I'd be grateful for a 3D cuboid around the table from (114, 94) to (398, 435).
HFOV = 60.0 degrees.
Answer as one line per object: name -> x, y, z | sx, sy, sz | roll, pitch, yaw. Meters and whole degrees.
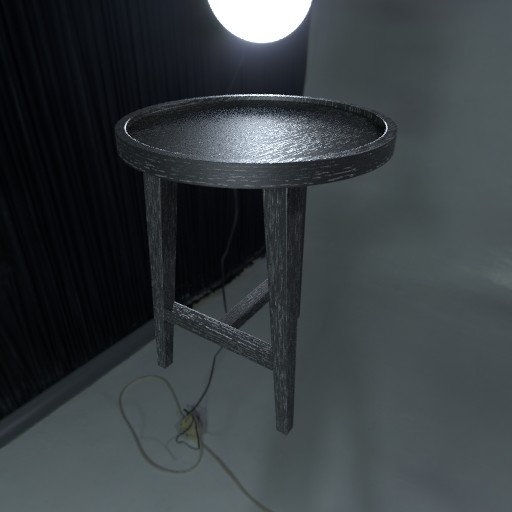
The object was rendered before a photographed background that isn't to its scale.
table -> 0.000, 0.000, 0.762 | 0.399, 0.460, 0.399 | 0, 30, 0
